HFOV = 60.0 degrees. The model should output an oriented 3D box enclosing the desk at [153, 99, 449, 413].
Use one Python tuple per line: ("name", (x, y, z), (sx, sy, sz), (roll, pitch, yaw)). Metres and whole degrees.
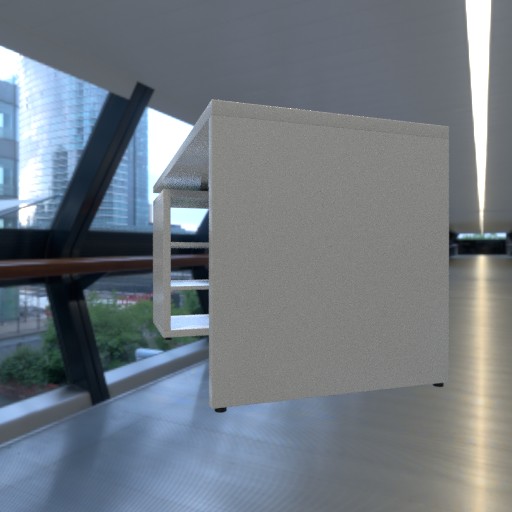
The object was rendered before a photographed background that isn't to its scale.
("desk", (0.000, 0.000, 1.816), (0.690, 0.740, 1.400), (0, 0, -19))
